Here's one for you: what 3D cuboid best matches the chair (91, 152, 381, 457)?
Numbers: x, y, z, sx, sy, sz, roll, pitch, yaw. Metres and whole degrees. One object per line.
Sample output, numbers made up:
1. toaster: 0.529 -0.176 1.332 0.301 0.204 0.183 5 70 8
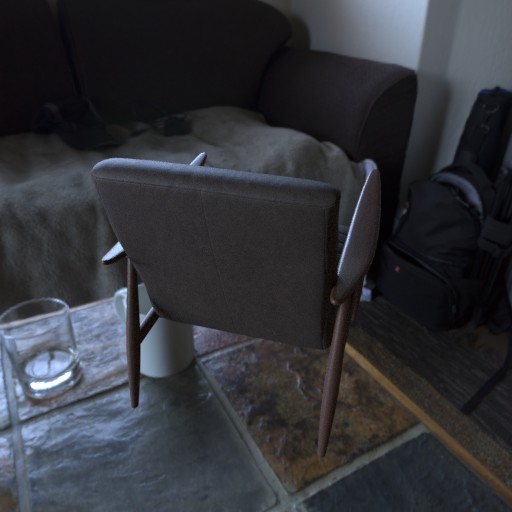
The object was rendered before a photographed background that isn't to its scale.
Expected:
1. chair: 0.000 0.000 1.443 0.741 0.831 0.798 9 32 14
